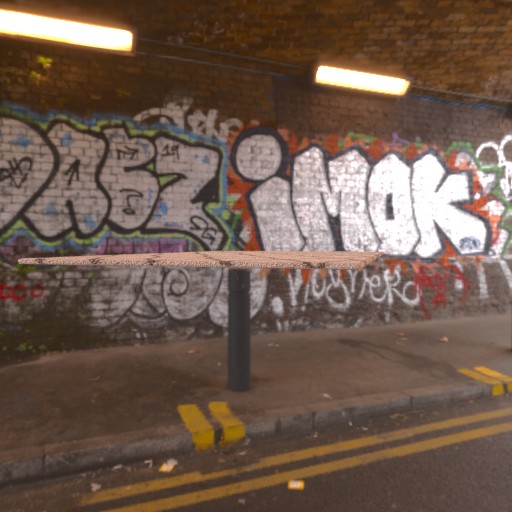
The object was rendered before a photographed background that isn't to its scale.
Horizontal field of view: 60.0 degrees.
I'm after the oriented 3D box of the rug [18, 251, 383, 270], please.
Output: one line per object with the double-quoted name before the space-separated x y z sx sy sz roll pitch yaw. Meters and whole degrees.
"rug" 0.000 0.000 3.372 1.778 0.030 2.743 0 2 18
